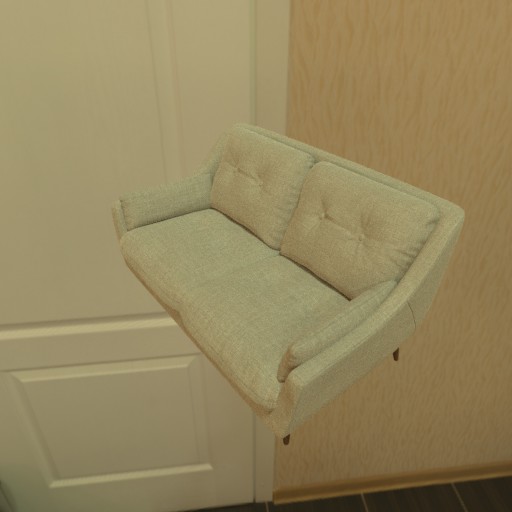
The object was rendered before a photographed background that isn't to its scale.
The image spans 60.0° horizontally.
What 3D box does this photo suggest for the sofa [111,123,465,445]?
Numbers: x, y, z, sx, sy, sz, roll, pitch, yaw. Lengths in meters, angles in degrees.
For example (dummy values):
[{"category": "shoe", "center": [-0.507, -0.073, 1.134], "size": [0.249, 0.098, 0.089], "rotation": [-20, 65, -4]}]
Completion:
[{"category": "sofa", "center": [0.000, 0.000, 2.222], "size": [0.965, 0.888, 1.652], "rotation": [-21, 38, -30]}]
